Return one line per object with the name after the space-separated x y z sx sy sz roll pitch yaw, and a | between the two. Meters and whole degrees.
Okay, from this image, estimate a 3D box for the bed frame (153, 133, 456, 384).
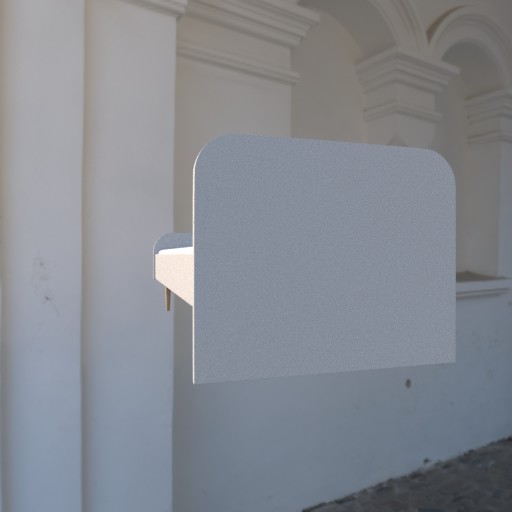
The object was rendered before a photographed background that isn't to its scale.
0.000 0.000 2.482 0.998 0.805 1.963 0 0 -17 | bed frame
